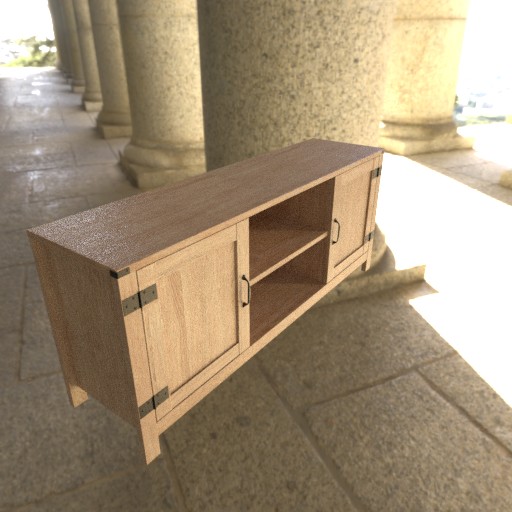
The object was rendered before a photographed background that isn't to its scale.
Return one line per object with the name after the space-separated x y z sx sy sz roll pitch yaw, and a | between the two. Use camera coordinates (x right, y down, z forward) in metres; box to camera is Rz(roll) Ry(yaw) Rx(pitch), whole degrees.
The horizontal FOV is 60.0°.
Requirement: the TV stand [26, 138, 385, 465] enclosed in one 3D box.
0.000 0.000 1.706 0.398 0.610 1.466 19 32 33 | TV stand
